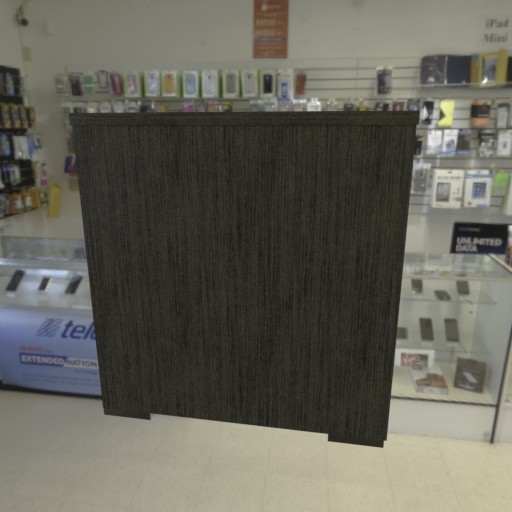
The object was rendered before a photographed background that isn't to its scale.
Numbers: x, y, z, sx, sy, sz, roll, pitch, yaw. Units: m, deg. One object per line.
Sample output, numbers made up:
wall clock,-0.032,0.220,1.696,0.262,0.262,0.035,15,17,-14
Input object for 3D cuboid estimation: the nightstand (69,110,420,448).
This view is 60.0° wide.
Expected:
nightstand,0.000,0.000,0.762,0.441,0.460,0.325,3,16,10
